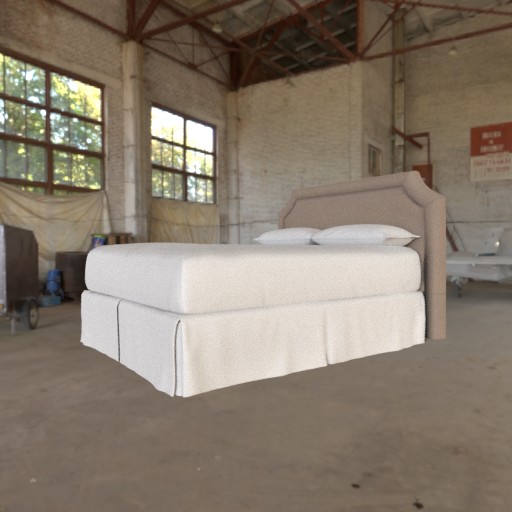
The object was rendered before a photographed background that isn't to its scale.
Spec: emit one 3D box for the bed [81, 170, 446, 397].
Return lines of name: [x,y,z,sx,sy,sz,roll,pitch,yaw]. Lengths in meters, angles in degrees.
bed: [0.000,0.000,3.336,2.164,1.303,1.828,-1,1,-37]
